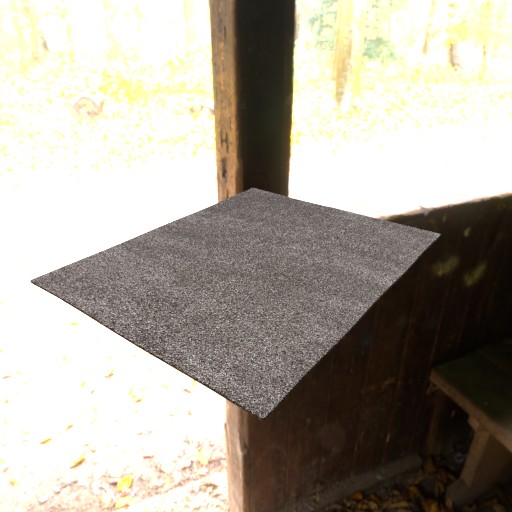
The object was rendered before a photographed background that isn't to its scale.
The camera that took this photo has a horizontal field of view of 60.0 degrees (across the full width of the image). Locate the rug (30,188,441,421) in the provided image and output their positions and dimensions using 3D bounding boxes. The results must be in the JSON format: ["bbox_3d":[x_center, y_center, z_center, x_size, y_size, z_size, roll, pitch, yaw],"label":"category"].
[{"bbox_3d":[0.000,0.000,4.054,2.401,0.025,3.000,19,33,33],"label":"rug"}]
